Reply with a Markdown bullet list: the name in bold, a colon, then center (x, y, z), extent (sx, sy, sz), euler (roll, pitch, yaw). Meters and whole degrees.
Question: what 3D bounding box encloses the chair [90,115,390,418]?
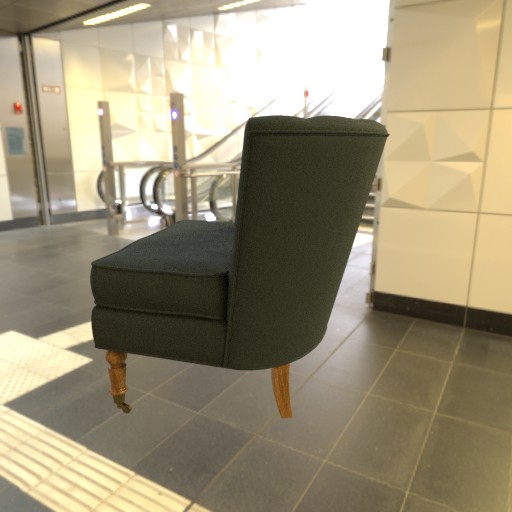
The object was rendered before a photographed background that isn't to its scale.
- **chair**: center (0.000, 0.000, 1.326), extent (0.718, 0.771, 0.740), euler (3, 14, 11)
